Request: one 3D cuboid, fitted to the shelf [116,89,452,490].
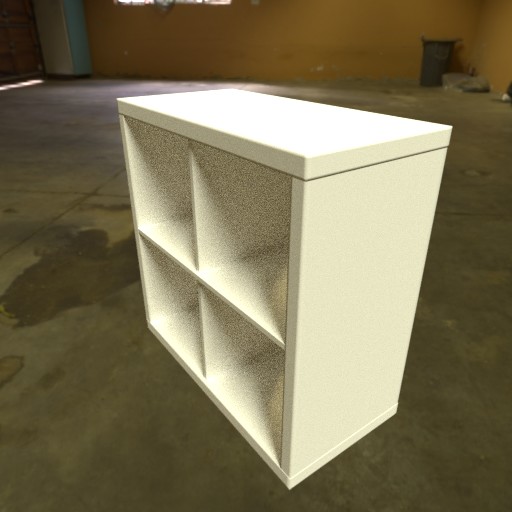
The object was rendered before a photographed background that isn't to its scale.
[{"bbox_3d":[0.000,0.000,1.242,0.390,0.786,0.790,-19,32,-32],"label":"shelf"}]
